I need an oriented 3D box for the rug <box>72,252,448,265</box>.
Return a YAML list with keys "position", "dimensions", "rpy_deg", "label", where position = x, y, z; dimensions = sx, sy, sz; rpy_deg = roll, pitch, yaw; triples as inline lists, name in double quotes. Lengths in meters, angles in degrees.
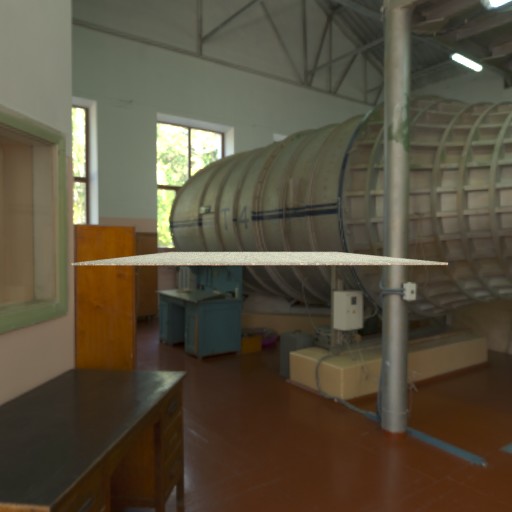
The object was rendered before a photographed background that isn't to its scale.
- position: [0.000, 0.000, 2.333]
  dimensions: [1.211, 0.007, 1.827]
  rpy_deg: [0, 2, -1]
  label: "rug"
